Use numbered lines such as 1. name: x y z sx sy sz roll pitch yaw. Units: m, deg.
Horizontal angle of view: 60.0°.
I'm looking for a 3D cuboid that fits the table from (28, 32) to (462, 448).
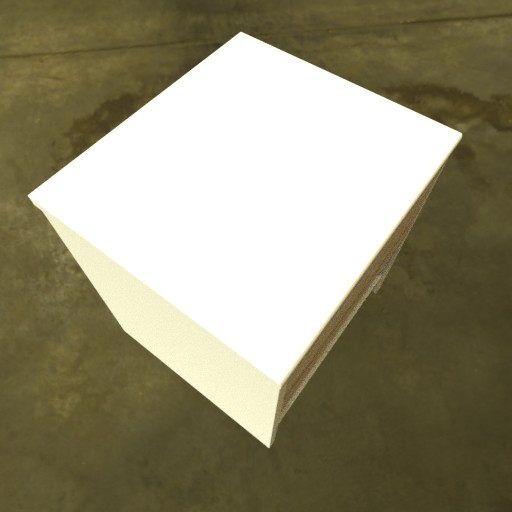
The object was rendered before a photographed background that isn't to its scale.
1. table: 0.000 0.000 0.764 0.380 0.460 0.420 33 64 18
